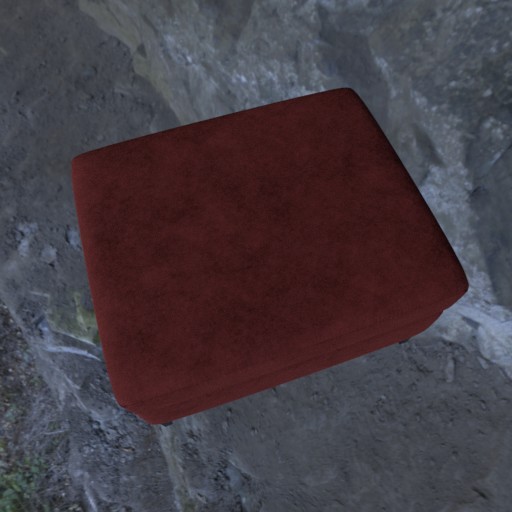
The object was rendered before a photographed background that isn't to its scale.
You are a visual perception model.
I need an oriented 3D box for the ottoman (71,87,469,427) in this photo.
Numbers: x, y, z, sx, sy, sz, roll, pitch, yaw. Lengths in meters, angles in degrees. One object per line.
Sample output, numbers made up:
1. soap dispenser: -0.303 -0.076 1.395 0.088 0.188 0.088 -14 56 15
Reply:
1. ottoman: 0.000 0.000 1.187 0.782 0.462 0.650 -17 65 -8
